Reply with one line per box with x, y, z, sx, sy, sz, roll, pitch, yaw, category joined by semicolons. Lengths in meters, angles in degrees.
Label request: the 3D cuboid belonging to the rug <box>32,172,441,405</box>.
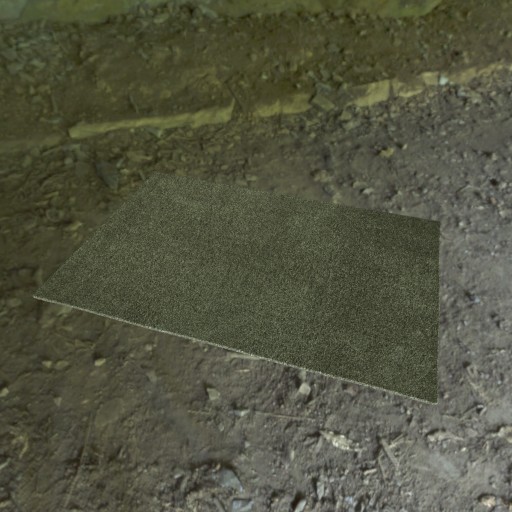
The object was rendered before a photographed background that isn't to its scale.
0.000;0.000;3.422;2.699;0.026;1.802;12;42;14;rug
